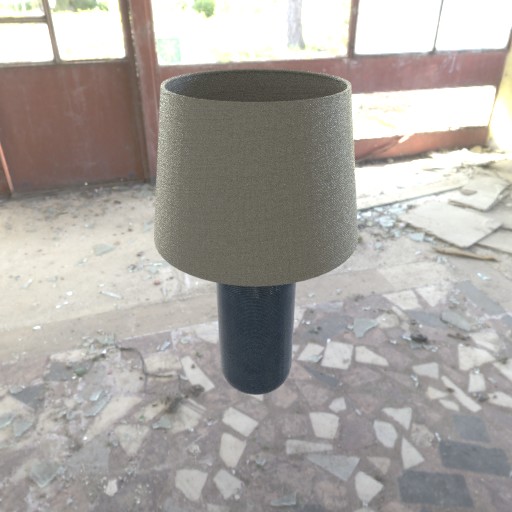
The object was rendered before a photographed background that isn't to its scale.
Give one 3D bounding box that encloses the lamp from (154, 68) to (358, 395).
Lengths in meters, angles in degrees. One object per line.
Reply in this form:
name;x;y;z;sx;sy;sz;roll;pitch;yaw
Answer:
lamp;0.000;0.000;0.579;0.253;0.428;0.253;0;31;0
